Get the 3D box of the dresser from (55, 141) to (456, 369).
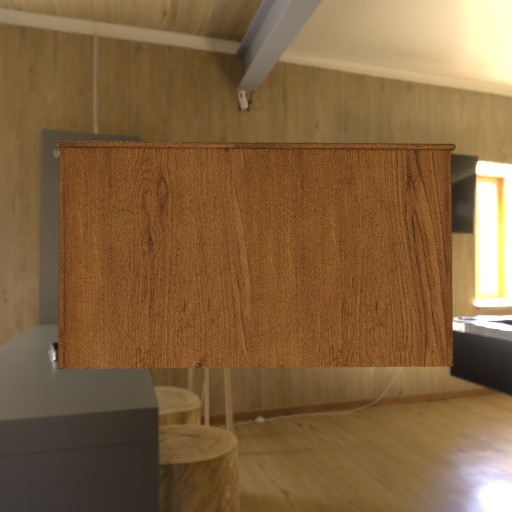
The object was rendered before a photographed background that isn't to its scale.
[{"bbox_3d":[0.000,0.000,2.106,1.657,0.932,0.563,0,-1,-1],"label":"dresser"}]
